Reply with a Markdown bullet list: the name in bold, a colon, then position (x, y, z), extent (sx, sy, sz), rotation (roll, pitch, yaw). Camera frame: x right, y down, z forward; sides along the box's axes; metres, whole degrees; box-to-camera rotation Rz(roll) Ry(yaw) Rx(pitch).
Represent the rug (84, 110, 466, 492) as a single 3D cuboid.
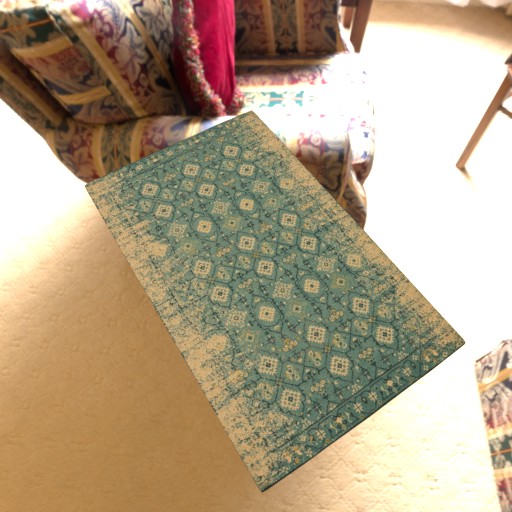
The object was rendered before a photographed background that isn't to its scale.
- **rug**: position (0.000, 0.000, 2.211), extent (1.102, 0.008, 1.795), rotation (-29, 64, -16)
